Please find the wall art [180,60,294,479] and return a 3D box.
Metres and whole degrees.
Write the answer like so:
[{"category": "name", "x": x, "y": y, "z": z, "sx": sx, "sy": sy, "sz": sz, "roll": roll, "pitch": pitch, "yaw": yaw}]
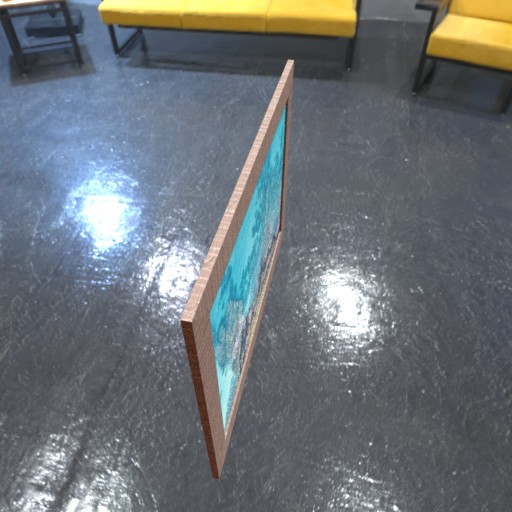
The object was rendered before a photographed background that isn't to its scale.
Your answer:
[{"category": "wall art", "x": 0.000, "y": 0.000, "z": 1.348, "sx": 0.020, "sy": 0.761, "sz": 1.056, "roll": 9, "pitch": 47, "yaw": 9}]
